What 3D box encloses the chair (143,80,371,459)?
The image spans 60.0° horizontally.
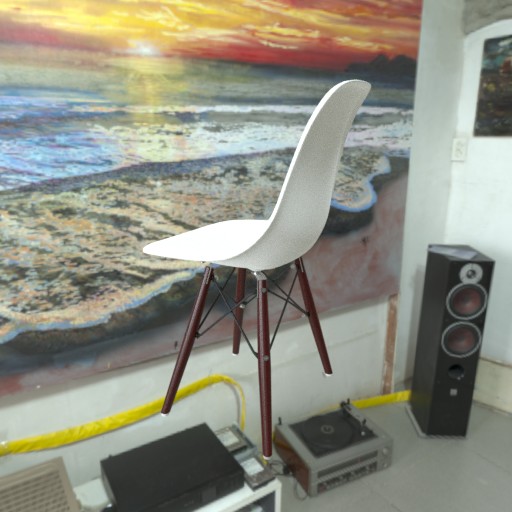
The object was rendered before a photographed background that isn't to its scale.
[{"bbox_3d":[0.000,0.000,1.161,0.533,0.826,0.470,7,17,26],"label":"chair"}]
